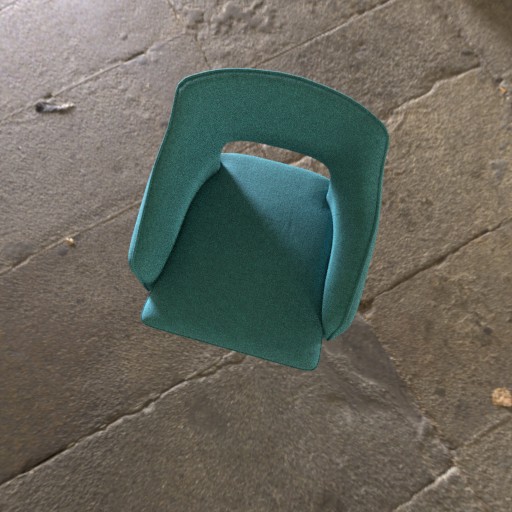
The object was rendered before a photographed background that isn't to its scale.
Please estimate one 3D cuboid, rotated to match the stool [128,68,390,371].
[{"bbox_3d":[0.000,0.000,1.285,0.548,0.961,0.556,15,77,4],"label":"stool"}]
